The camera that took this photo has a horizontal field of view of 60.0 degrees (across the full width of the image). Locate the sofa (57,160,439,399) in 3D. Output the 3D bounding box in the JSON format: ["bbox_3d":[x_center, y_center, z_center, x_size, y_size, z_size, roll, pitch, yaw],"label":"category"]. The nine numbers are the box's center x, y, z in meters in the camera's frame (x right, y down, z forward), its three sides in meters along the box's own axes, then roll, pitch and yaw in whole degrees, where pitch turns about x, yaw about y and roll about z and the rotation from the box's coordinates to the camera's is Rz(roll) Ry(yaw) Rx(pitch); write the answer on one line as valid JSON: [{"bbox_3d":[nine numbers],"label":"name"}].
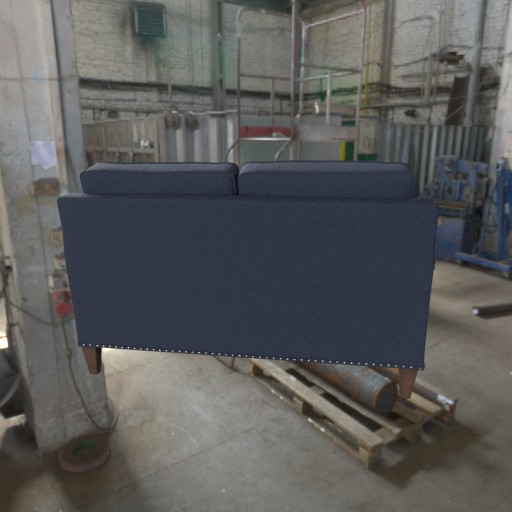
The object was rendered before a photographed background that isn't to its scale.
[{"bbox_3d":[0.000,0.000,2.301,1.597,1.003,1.084,2,15,8],"label":"sofa"}]
